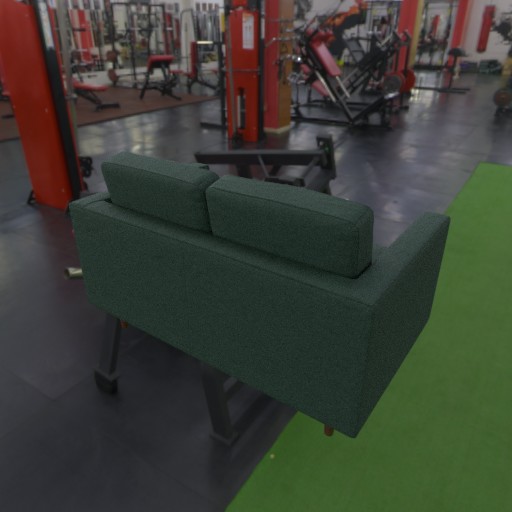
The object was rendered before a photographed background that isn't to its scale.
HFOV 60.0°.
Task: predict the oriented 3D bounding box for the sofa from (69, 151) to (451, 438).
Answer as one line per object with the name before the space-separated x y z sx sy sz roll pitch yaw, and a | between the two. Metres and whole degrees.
sofa | 0.000 0.000 2.022 1.430 0.899 0.879 18 32 31
